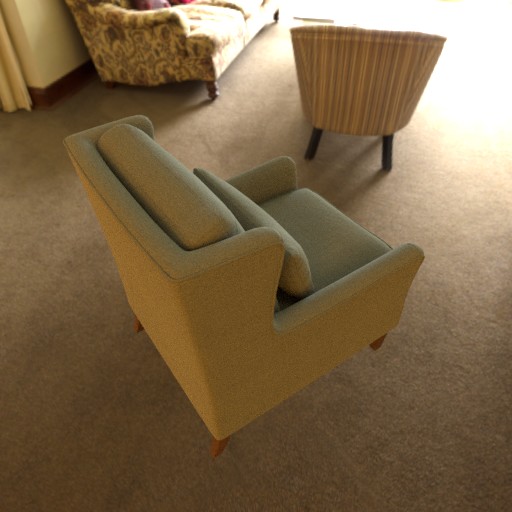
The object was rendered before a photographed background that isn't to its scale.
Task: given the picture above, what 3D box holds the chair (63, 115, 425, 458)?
[{"bbox_3d":[0.000,0.000,1.768,1.040,1.056,0.866,-25,48,-25],"label":"chair"}]
